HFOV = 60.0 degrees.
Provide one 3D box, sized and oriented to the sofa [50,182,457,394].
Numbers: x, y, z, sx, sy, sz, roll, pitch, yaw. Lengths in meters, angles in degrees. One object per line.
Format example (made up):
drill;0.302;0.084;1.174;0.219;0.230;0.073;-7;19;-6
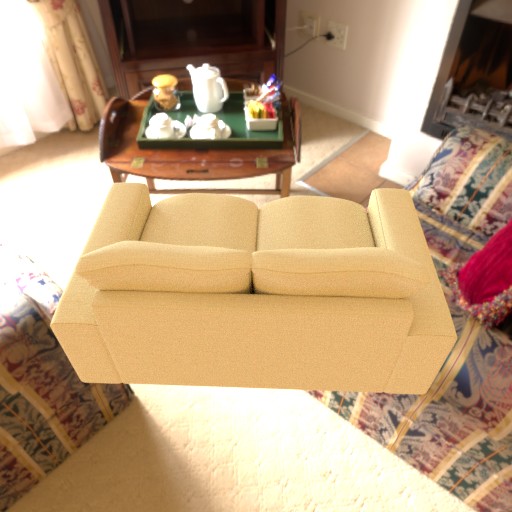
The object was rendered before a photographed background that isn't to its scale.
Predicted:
sofa;0.000;0.000;2.337;1.754;0.875;1.091;2;46;2
